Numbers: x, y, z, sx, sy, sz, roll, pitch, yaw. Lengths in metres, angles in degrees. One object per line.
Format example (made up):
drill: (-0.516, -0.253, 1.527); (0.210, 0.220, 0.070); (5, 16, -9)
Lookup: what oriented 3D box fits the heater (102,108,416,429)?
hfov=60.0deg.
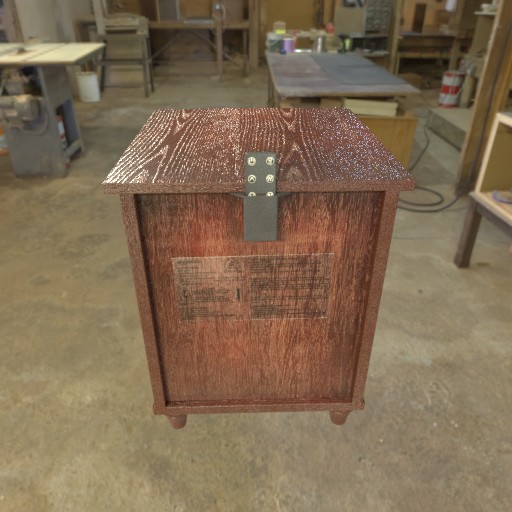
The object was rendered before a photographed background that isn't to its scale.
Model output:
heater: (0.000, 0.000, 0.767); (0.362, 0.481, 0.400); (-1, 31, -1)
